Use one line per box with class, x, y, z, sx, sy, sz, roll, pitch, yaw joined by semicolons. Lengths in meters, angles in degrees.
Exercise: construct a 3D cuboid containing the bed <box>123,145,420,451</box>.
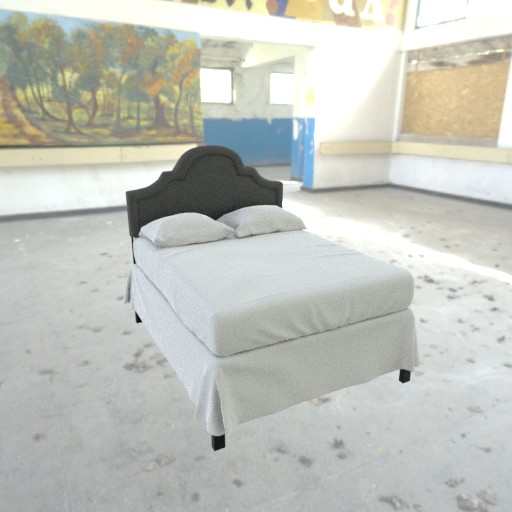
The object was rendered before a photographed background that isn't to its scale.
bed;0.000;0.000;3.563;1.780;1.634;2.222;-9;19;-26
